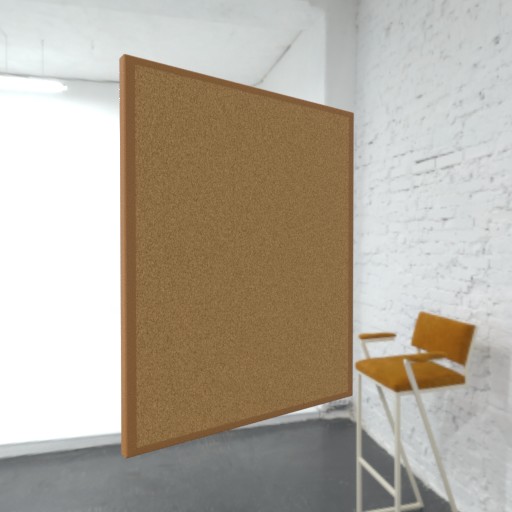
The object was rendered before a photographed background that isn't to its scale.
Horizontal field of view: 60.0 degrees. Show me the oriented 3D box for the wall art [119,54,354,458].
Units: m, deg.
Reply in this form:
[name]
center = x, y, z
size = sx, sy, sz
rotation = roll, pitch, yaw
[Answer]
[wall art]
center = 0.000, 0.000, 0.743
size = 0.452, 0.553, 0.022
rotation = -1, 1, -35
